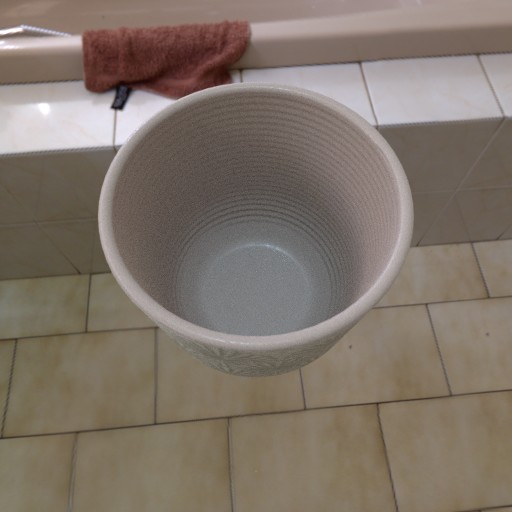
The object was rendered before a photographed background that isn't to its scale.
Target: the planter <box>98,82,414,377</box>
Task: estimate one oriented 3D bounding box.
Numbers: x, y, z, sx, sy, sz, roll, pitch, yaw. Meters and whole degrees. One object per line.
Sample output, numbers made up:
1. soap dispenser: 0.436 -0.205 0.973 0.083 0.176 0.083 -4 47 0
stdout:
1. planter: 0.000 0.000 0.307 0.170 0.152 0.170 0 64 0
